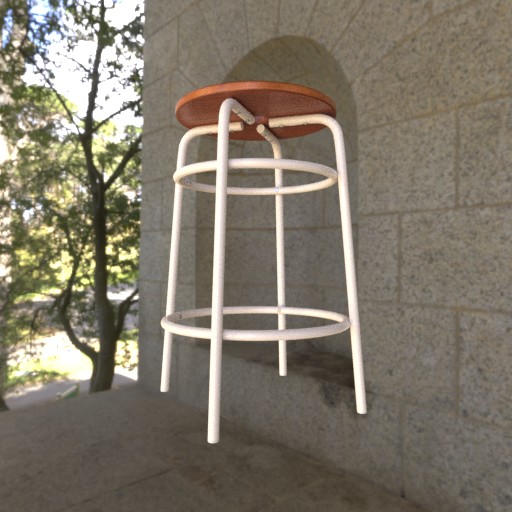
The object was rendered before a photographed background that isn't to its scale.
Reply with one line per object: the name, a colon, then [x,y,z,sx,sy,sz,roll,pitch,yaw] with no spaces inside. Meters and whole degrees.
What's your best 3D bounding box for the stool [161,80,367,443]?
stool: [0.000,0.000,0.936,0.455,0.610,0.455,0,0,19]
